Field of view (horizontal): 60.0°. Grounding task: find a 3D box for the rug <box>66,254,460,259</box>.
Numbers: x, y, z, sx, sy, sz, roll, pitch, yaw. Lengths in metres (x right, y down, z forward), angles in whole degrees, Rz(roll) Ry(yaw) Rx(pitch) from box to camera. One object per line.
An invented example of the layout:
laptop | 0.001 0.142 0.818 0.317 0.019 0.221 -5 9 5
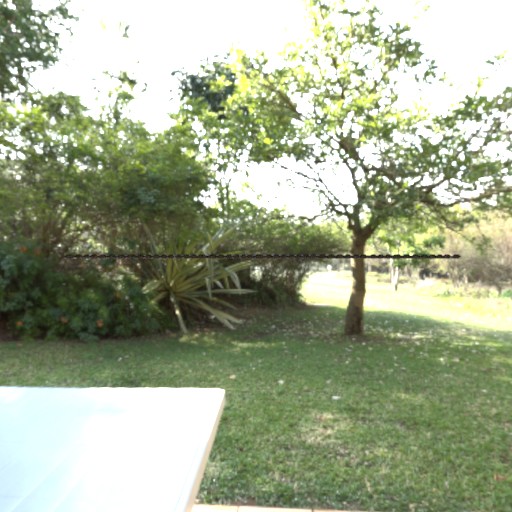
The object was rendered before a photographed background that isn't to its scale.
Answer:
rug | 0.000 0.000 2.952 1.613 0.017 2.312 0 0 -2
